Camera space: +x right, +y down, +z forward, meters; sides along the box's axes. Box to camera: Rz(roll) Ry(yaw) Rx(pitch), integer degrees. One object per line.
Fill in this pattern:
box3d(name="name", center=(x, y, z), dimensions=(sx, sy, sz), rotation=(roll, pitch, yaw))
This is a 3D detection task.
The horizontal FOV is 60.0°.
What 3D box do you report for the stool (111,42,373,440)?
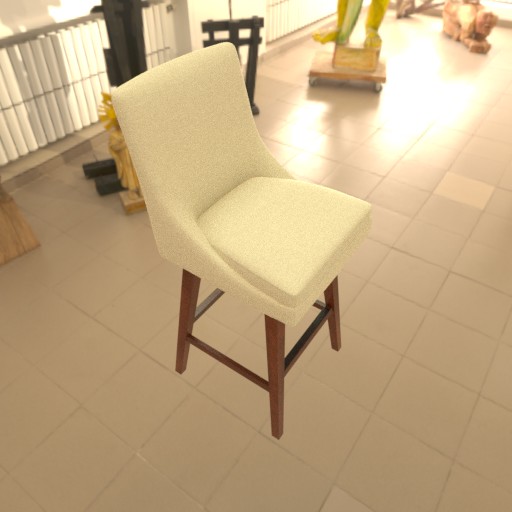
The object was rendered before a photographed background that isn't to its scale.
box3d(name="stool", center=(0.000, 0.000, 1.400), dimensions=(0.559, 1.097, 0.470), rotation=(25, 48, 25))
